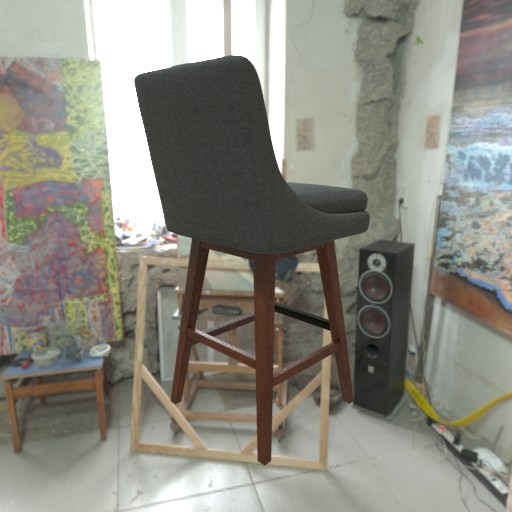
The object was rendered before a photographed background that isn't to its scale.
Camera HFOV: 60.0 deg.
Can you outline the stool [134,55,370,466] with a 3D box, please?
[{"bbox_3d":[0.000,0.000,1.280,0.447,0.977,0.524,14,20,43],"label":"stool"}]
